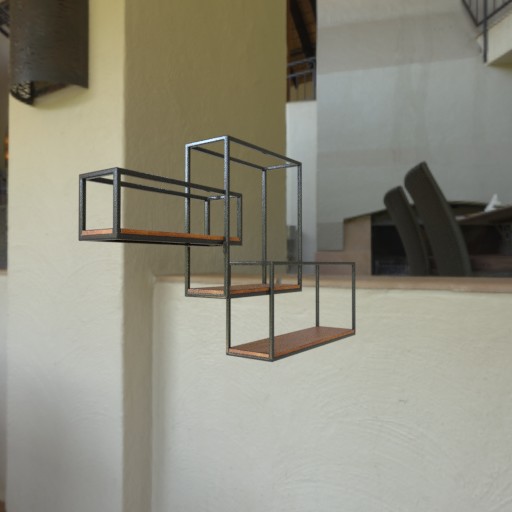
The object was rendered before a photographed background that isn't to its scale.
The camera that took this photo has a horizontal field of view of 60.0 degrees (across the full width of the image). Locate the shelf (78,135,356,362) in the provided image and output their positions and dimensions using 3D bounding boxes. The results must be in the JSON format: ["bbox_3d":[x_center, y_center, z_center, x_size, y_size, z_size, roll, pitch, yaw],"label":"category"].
[{"bbox_3d":[0.000,0.000,2.158,0.275,0.972,1.781,-1,-1,36],"label":"shelf"}]
